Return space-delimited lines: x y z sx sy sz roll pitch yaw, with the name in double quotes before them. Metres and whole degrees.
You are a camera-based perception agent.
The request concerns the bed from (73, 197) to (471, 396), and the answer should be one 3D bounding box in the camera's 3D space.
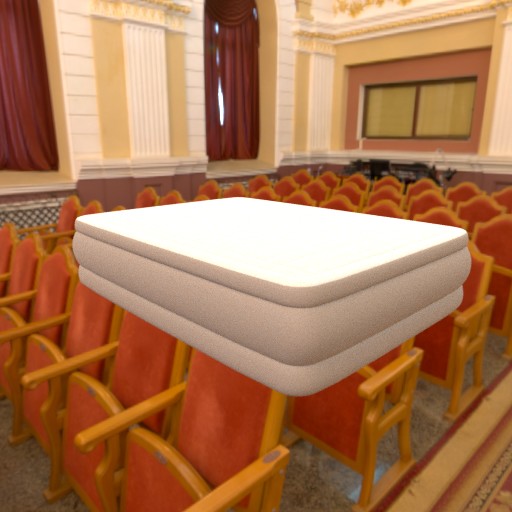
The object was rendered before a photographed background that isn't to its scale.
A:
"bed" 0.000 0.000 2.663 1.520 0.460 2.036 -14 20 -42
